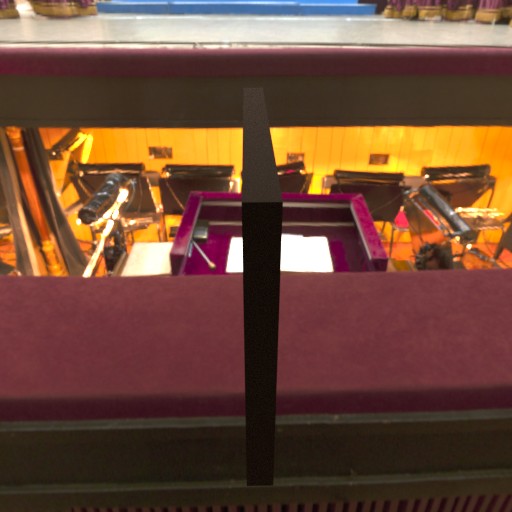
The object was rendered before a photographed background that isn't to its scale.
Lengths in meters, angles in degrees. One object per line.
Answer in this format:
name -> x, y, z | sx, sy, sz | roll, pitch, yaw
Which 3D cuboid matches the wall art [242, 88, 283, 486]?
wall art -> 0.000, 0.000, 0.552 | 0.028, 0.325, 0.397 | -1, 31, -1
